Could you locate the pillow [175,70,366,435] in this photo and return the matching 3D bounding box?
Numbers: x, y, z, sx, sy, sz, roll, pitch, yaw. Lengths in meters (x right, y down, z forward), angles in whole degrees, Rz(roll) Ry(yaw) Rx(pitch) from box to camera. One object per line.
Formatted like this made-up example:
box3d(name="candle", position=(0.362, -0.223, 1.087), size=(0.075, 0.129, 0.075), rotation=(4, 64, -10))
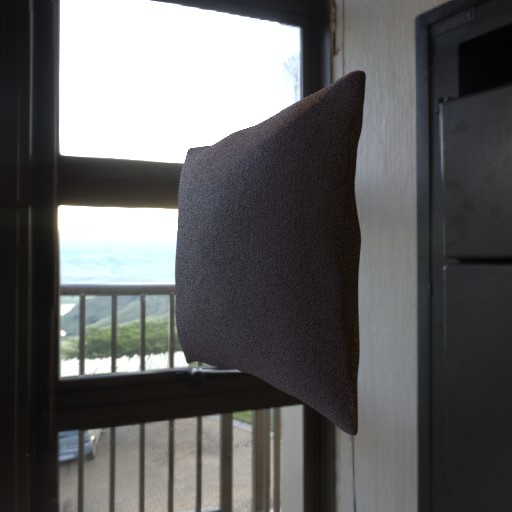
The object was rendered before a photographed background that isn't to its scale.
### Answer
box3d(name="pillow", position=(0.000, 0.000, 0.710), size=(0.204, 0.439, 0.452), rotation=(1, -1, -36))
